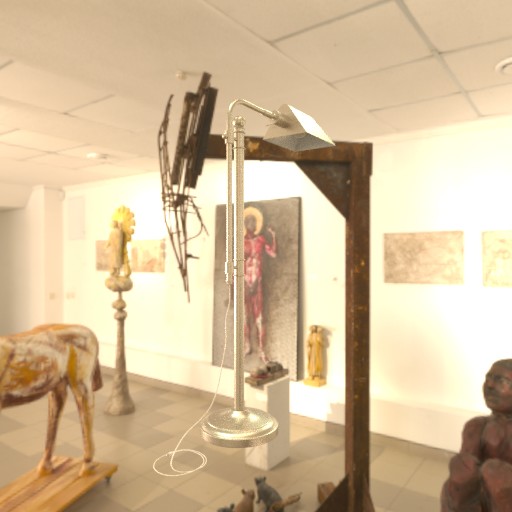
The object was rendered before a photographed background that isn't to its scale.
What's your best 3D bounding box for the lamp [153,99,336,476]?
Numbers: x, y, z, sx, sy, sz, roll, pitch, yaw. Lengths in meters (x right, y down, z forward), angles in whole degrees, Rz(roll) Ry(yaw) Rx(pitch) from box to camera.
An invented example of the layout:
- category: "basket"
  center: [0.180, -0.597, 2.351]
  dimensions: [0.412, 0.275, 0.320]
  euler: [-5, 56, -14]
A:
- category: "lamp"
  center: [0.000, 0.000, 0.942]
  dimensions: [0.159, 0.708, 0.546]
  euler: [0, 1, 35]
